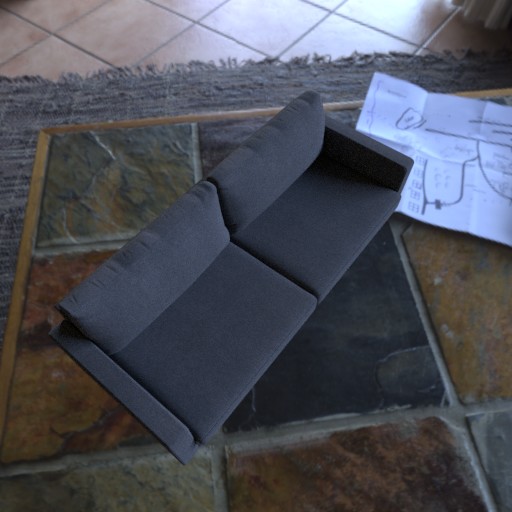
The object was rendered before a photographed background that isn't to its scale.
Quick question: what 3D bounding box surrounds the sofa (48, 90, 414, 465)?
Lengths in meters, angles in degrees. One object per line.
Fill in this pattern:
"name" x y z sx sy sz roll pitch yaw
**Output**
"sofa" 0.000 0.000 2.536 0.880 0.880 2.100 34 63 20
